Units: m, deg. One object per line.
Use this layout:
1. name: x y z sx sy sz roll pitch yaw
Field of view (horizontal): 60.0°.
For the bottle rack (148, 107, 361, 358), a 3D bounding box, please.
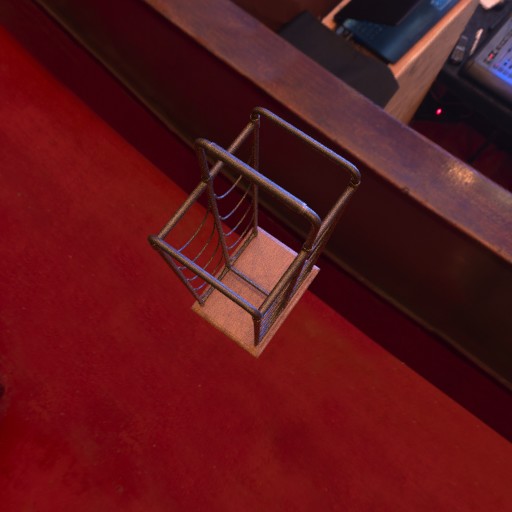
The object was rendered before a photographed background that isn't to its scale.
1. bottle rack: 0.000 0.000 0.810 0.208 0.680 0.276 35 78 9
